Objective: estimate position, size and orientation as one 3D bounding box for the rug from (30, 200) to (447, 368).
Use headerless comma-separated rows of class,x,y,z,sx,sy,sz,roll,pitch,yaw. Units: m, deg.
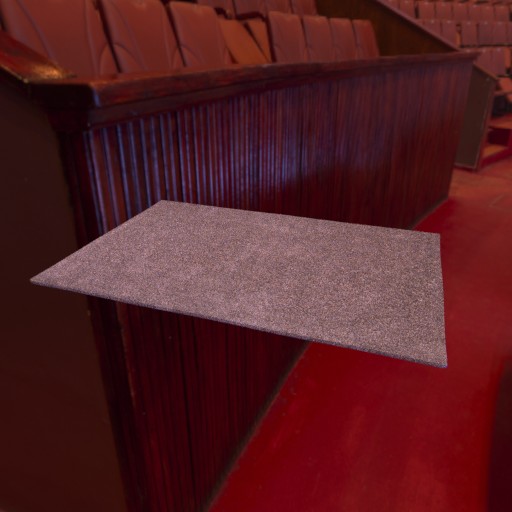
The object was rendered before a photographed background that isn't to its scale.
rug,0.000,0.000,3.429,2.699,0.026,1.802,9,27,17
